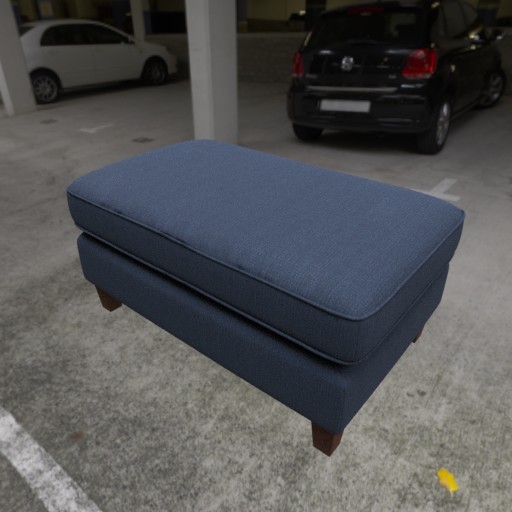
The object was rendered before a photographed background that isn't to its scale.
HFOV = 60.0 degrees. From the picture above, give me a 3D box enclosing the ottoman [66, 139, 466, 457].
[{"bbox_3d":[0.000,0.000,1.188,0.885,0.438,0.570,23,38,33],"label":"ottoman"}]
